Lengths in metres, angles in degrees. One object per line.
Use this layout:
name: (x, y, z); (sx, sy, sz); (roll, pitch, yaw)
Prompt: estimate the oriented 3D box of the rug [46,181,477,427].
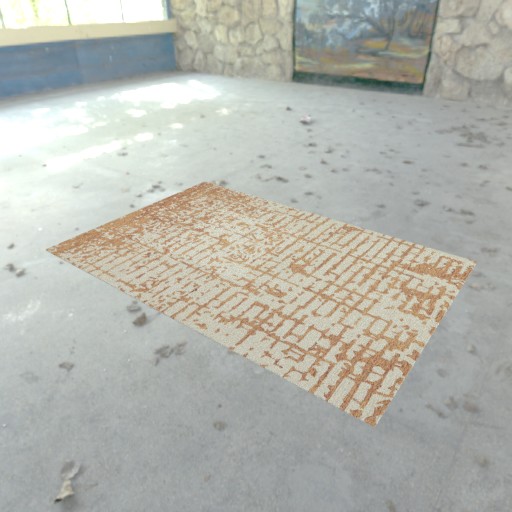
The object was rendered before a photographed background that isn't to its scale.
rug: (0.000, 0.000, 2.254); (1.829, 0.011, 1.219); (21, 36, 31)
